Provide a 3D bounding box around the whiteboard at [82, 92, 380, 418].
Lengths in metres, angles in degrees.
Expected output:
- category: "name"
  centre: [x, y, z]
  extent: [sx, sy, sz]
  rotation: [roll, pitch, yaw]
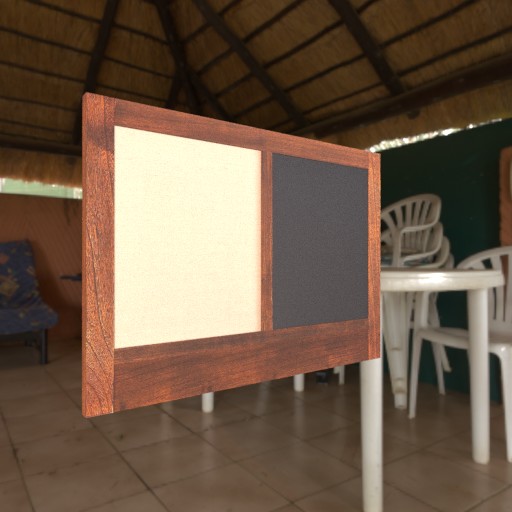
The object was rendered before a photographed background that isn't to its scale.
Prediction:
- category: "whiteboard"
  centre: [0.000, 0.000, 1.007]
  extent: [0.768, 0.553, 0.083]
  rotation: [0, 0, -36]
